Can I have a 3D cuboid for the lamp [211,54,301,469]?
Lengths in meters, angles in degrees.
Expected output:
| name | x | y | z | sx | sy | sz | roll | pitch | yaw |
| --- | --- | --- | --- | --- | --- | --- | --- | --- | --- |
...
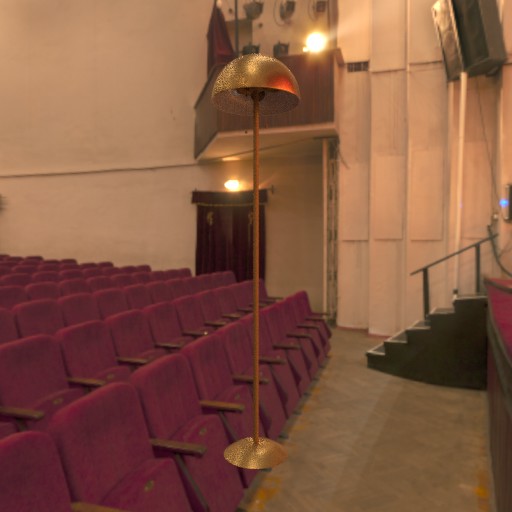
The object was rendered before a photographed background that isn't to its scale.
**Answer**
| name | x | y | z | sx | sy | sz | roll | pitch | yaw |
| --- | --- | --- | --- | --- | --- | --- | --- | --- | --- |
| lamp | 0.000 | 0.000 | 1.649 | 0.328 | 1.480 | 0.328 | 0 | 1 | 17 |
